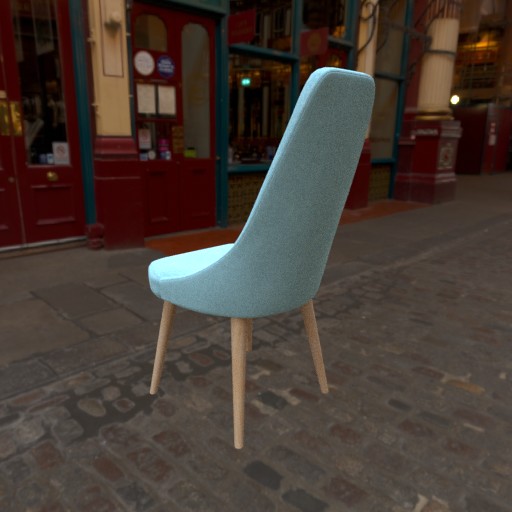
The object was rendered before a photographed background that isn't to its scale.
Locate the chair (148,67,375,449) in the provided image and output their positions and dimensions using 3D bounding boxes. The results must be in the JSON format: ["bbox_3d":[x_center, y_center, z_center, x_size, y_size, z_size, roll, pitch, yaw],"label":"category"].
[{"bbox_3d":[0.000,0.000,1.411,0.510,1.040,0.660,-14,20,-43],"label":"chair"}]
